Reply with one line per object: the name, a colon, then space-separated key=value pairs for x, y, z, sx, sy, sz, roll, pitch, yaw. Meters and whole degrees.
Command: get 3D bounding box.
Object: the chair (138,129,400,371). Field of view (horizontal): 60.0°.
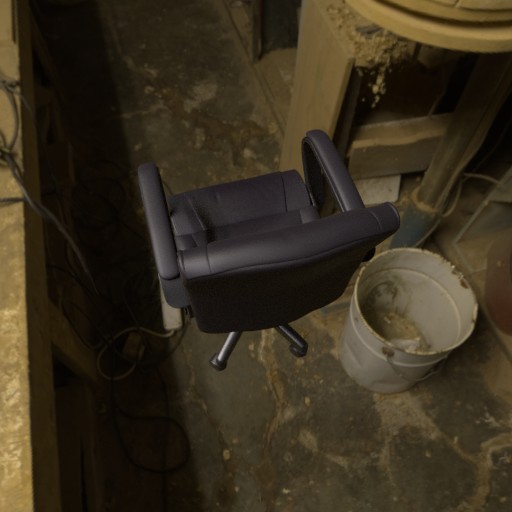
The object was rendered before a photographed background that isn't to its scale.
chair: x=0.000 y=0.000 z=1.366 sx=0.576 sy=0.998 sz=0.641 roll=-13 pitch=60 yaw=-8
